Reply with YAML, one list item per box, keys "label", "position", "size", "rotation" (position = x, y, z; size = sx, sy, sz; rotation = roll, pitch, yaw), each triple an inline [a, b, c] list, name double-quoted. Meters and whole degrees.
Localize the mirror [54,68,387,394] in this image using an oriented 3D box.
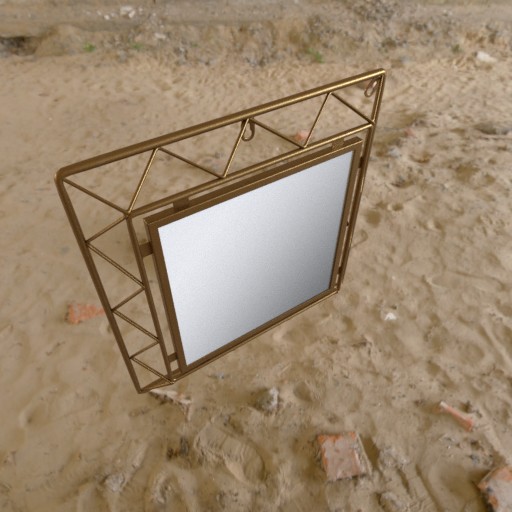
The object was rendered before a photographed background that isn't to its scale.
- label: "mirror"
  position: [0.000, 0.000, 0.610]
  size: [0.416, 0.414, 0.046]
  rotation: [-25, 50, -23]
